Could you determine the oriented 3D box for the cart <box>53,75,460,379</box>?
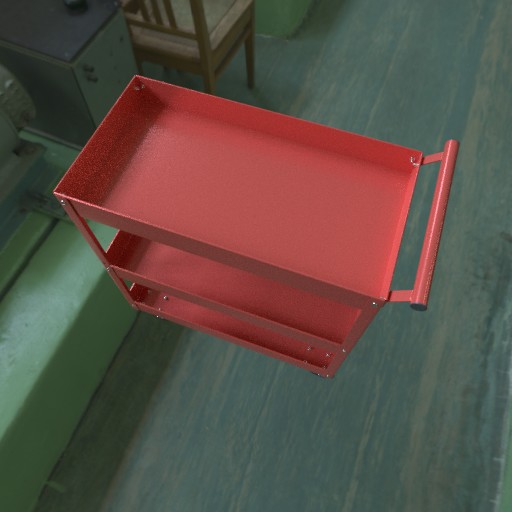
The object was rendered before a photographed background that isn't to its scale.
[{"bbox_3d":[0.000,0.000,1.184,0.719,0.780,0.366,18,64,9],"label":"cart"}]
